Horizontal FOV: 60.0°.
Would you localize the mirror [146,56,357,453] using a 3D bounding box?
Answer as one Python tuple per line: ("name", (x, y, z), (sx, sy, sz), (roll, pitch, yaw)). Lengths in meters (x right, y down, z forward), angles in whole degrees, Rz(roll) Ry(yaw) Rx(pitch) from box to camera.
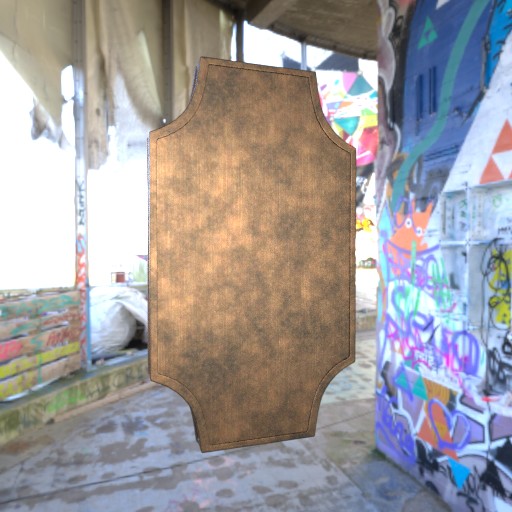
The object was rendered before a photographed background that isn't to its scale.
("mirror", (0.000, 0.000, 0.976), (0.462, 0.811, 0.066), (0, 1, -18))
